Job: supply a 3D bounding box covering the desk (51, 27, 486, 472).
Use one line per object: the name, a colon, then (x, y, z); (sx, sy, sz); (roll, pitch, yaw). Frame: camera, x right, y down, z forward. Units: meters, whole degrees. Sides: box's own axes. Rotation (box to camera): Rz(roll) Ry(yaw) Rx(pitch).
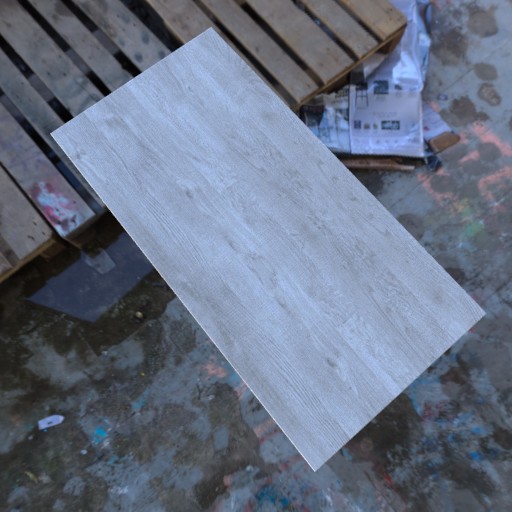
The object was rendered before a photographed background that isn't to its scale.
desk: (0.000, 0.000, 1.503); (0.560, 0.730, 1.100); (-38, 78, -10)
